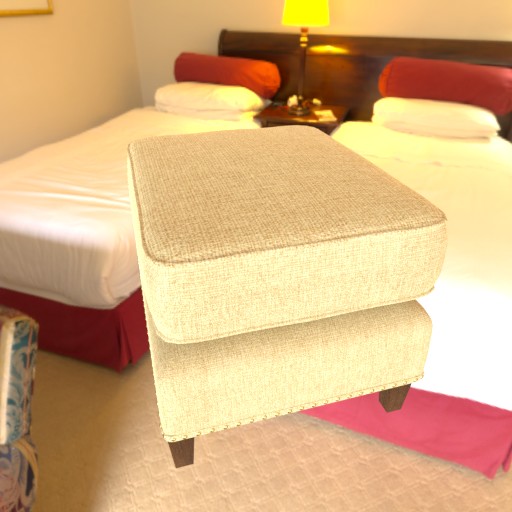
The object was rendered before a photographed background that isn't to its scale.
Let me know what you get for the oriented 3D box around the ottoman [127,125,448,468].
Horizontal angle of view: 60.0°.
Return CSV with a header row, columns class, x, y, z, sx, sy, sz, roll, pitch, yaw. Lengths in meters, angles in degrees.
class,x,y,z,sx,sy,sz,roll,pitch,yaw
ottoman,0.000,0.000,1.131,0.589,0.537,0.738,-9,32,-14
